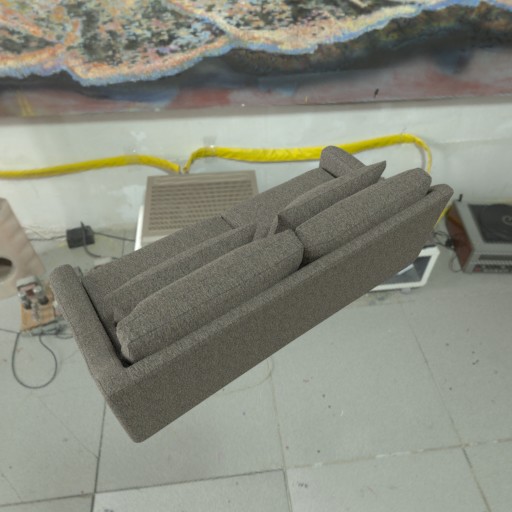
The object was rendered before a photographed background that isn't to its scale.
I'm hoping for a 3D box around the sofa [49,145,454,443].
[{"bbox_3d":[0.000,0.000,2.920,2.418,0.998,1.103,-28,53,-24],"label":"sofa"}]
